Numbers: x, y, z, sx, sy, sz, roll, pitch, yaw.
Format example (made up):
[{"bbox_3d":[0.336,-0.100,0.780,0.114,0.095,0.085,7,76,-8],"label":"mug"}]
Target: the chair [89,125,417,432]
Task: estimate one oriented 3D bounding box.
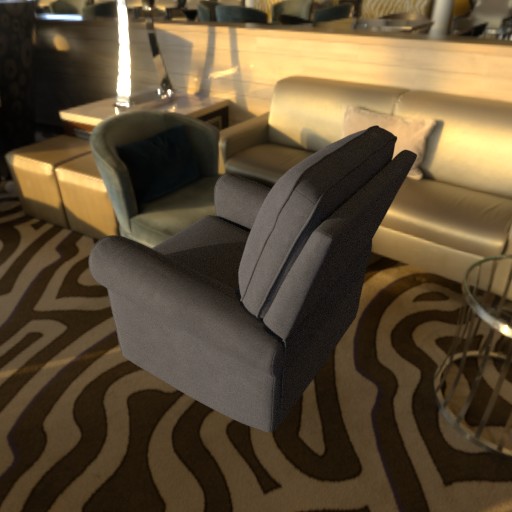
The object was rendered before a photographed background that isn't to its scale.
[{"bbox_3d":[0.000,0.000,1.685,0.878,0.961,0.890,19,37,27],"label":"chair"}]
